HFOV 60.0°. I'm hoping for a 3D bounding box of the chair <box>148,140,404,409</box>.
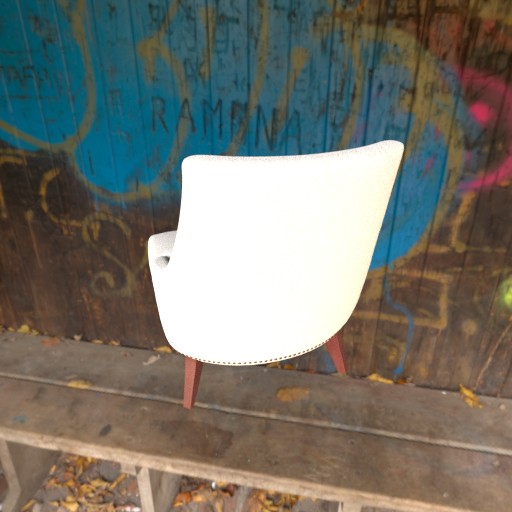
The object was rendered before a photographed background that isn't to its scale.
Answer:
[{"bbox_3d":[0.000,0.000,1.530,0.701,0.909,0.861,-8,29,-15],"label":"chair"}]
